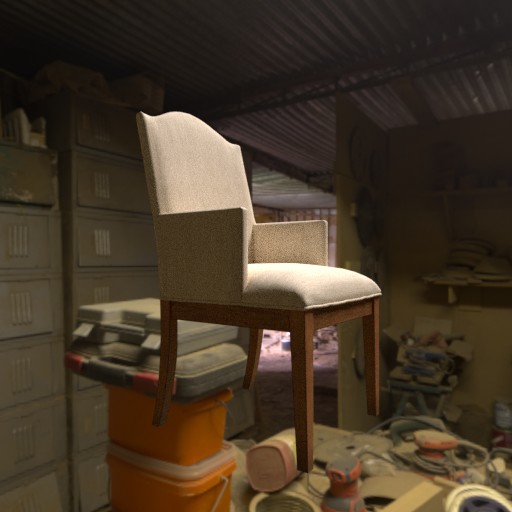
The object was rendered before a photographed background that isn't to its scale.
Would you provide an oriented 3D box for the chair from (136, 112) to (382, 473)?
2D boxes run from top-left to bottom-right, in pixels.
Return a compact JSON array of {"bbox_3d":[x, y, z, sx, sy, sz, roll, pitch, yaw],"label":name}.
[{"bbox_3d":[0.000,0.000,1.412,0.641,1.016,0.533,0,0,35],"label":"chair"}]
